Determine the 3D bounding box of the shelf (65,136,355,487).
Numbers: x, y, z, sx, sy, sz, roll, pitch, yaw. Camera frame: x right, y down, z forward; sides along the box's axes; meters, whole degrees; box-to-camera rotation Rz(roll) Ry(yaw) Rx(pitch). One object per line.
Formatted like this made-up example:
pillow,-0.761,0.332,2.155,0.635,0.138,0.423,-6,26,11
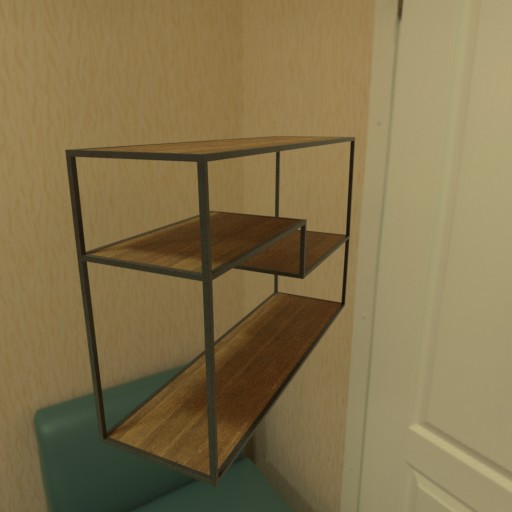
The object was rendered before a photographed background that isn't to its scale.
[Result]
shelf,0.000,0.000,1.527,0.361,0.765,1.201,8,18,24
